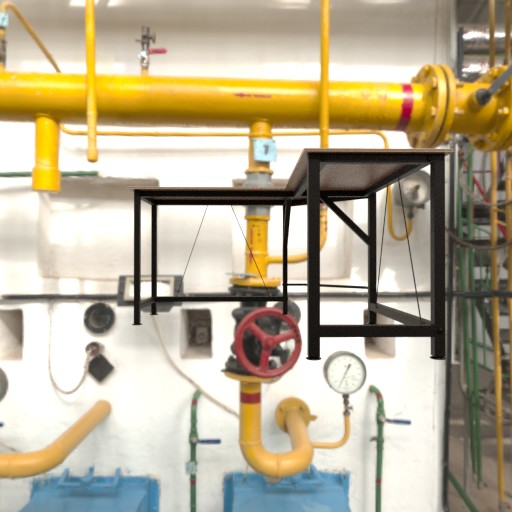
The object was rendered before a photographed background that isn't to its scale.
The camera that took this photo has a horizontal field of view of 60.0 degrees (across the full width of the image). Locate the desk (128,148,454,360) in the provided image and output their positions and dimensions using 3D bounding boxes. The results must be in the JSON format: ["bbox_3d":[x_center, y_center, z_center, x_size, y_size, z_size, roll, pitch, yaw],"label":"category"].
[{"bbox_3d":[0.000,0.000,2.279,1.400,0.762,1.400,0,0,-1],"label":"desk"}]
